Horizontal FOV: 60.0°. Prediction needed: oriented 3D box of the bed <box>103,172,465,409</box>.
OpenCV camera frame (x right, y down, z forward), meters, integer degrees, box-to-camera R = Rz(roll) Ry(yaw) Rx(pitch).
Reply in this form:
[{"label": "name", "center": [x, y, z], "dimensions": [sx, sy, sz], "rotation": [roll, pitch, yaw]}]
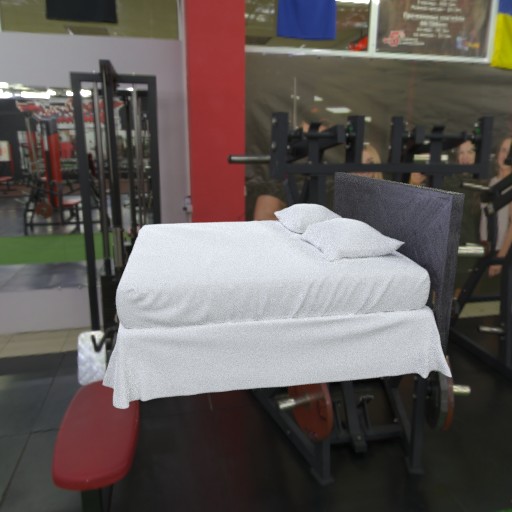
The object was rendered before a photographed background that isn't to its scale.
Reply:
[{"label": "bed", "center": [0.000, 0.000, 3.511], "dimensions": [2.165, 1.158, 2.255], "rotation": [-2, 15, -10]}]
